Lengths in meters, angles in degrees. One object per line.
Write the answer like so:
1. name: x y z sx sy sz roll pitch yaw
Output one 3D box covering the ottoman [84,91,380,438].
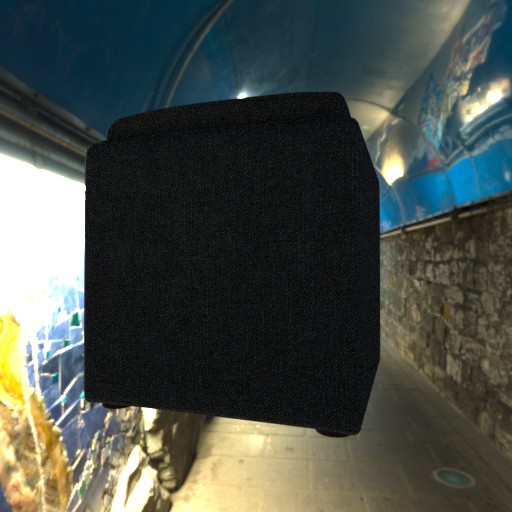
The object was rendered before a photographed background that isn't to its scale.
1. ottoman: 0.000 0.000 0.851 0.436 0.493 0.454 0 -1 19
